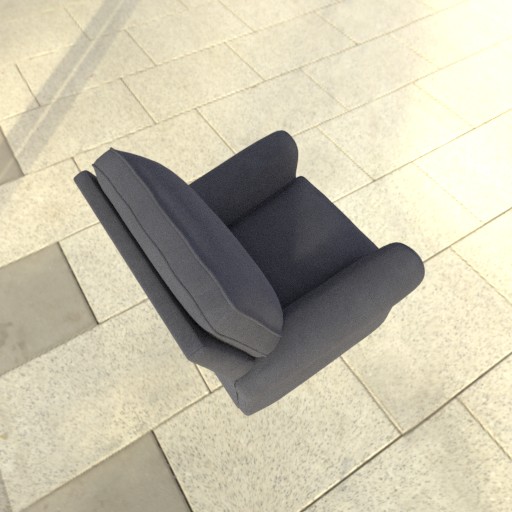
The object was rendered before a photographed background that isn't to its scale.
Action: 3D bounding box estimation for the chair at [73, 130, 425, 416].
[{"bbox_3d":[0.000,0.000,1.650,0.878,0.961,0.890,-30,62,-18],"label":"chair"}]
